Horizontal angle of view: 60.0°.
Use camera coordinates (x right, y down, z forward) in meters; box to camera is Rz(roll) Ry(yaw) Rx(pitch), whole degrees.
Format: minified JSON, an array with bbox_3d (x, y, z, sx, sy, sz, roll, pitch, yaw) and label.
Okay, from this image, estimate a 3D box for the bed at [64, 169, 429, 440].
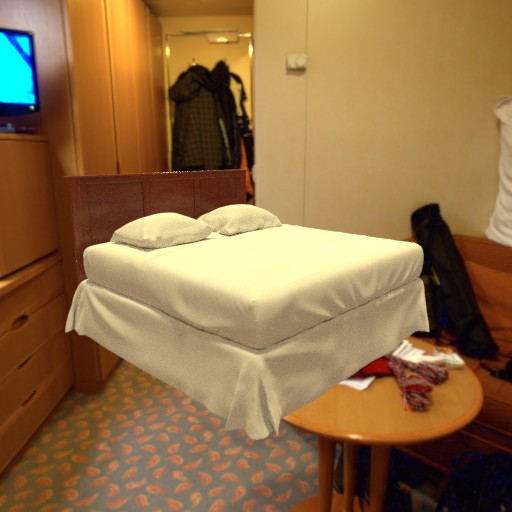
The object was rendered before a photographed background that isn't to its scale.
[{"bbox_3d":[0.000,0.000,3.587,2.219,1.271,2.314,12,18,42],"label":"bed"}]
